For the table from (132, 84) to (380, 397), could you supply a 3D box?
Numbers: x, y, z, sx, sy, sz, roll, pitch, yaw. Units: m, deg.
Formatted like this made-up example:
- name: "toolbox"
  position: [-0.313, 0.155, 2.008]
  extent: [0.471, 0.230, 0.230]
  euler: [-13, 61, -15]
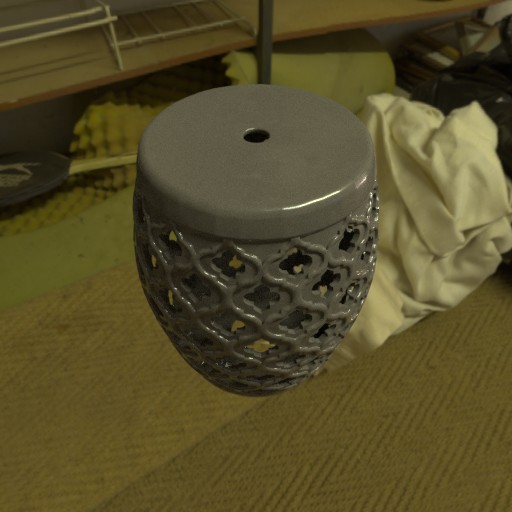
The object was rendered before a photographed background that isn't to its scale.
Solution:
- name: "table"
  position: [0.000, 0.000, 0.630]
  extent: [0.325, 0.388, 0.325]
  euler: [0, 46, 0]
